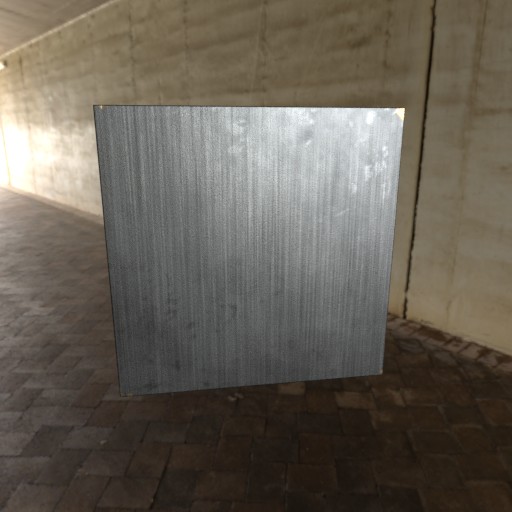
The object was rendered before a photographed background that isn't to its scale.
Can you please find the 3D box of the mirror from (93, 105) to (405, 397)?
[{"bbox_3d":[0.000,0.000,0.595,0.382,0.381,0.020,-2,16,-9],"label":"mirror"}]
